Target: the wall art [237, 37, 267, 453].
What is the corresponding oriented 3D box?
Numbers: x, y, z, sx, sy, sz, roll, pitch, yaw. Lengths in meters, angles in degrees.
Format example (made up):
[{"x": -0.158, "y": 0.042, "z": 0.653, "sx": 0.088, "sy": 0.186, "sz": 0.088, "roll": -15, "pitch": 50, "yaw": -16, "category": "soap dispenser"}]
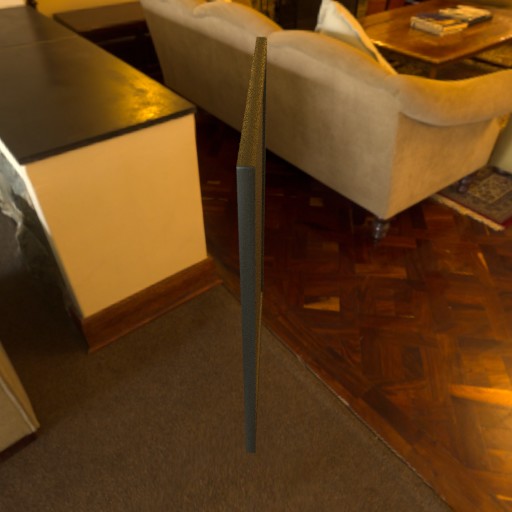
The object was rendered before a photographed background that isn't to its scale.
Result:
[{"x": 0.000, "y": 0.000, "z": 0.559, "sx": 0.013, "sy": 0.431, "sz": 0.303, "roll": 2, "pitch": 42, "yaw": 2, "category": "wall art"}]
